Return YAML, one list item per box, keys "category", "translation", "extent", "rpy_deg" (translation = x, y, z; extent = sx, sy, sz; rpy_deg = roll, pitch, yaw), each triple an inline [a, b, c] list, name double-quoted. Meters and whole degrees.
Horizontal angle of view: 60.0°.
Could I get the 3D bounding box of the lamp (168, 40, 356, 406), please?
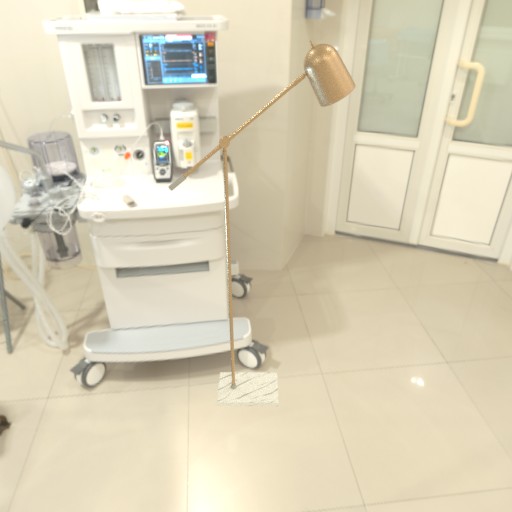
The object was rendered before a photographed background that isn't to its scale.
- category: "lamp"
  translation: [0.000, 0.000, 1.809]
  extent: [0.653, 1.594, 0.194]
  rpy_deg: [0, 32, 0]
